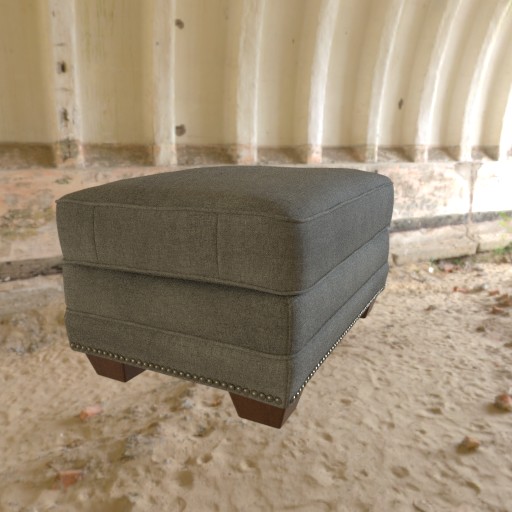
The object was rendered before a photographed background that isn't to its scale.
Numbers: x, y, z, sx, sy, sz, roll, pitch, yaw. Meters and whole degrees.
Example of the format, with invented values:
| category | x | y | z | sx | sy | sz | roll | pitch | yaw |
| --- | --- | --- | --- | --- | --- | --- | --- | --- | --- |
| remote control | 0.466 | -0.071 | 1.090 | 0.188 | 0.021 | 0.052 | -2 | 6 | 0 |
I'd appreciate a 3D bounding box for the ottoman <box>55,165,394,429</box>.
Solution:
| category | x | y | z | sx | sy | sz | roll | pitch | yaw |
| --- | --- | --- | --- | --- | --- | --- | --- | --- | --- |
| ottoman | 0.000 | 0.000 | 1.151 | 0.561 | 0.457 | 0.813 | 6 | 14 | 27 |
